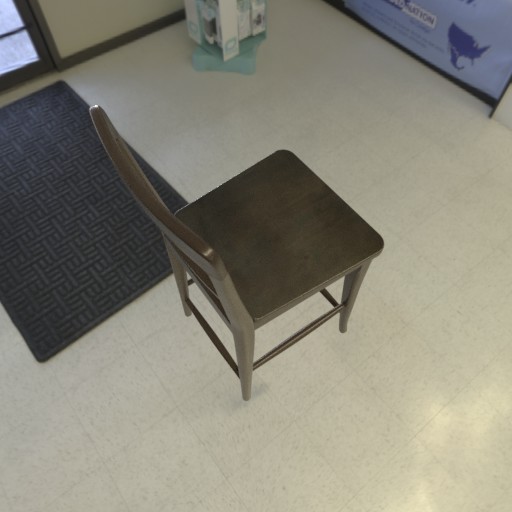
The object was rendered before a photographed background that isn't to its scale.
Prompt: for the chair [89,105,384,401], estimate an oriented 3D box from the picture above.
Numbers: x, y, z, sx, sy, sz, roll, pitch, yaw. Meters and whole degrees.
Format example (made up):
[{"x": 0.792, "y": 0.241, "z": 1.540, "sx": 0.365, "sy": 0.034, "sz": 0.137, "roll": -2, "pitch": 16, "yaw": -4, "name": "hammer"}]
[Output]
[{"x": 0.000, "y": 0.000, "z": 1.249, "sx": 0.546, "sy": 0.991, "sz": 0.450, "roll": -31, "pitch": 63, "yaw": -18, "name": "chair"}]
